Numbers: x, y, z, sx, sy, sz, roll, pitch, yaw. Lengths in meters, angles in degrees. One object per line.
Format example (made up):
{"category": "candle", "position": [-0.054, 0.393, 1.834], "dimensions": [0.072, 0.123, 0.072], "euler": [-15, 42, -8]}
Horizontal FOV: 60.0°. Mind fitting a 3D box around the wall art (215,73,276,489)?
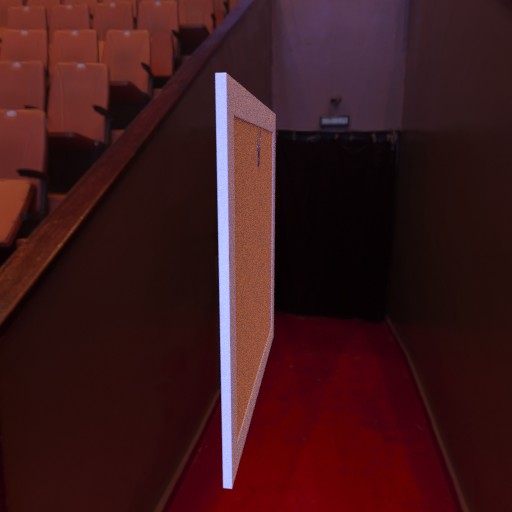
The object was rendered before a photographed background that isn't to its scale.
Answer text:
{"category": "wall art", "position": [0.000, 0.000, 0.867], "dimensions": [0.015, 0.577, 0.572], "euler": [2, 13, 8]}
